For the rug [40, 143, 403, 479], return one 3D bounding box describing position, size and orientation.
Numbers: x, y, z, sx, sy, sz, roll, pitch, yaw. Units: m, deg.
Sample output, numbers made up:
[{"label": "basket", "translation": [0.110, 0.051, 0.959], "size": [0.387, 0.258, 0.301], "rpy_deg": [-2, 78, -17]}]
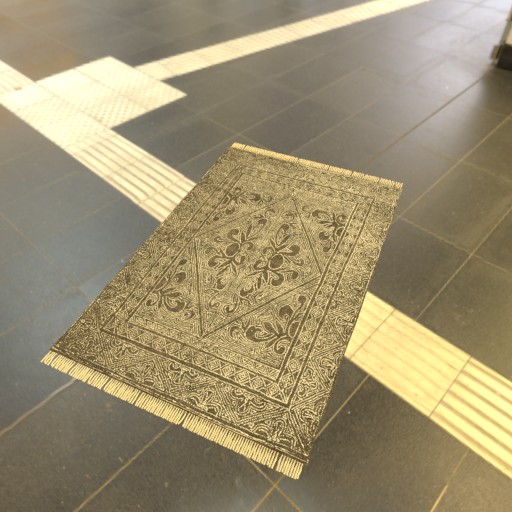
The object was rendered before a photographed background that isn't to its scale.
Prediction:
[{"label": "rug", "translation": [0.000, 0.000, 2.995], "size": [1.529, 0.010, 2.440], "rpy_deg": [18, 48, 16]}]
